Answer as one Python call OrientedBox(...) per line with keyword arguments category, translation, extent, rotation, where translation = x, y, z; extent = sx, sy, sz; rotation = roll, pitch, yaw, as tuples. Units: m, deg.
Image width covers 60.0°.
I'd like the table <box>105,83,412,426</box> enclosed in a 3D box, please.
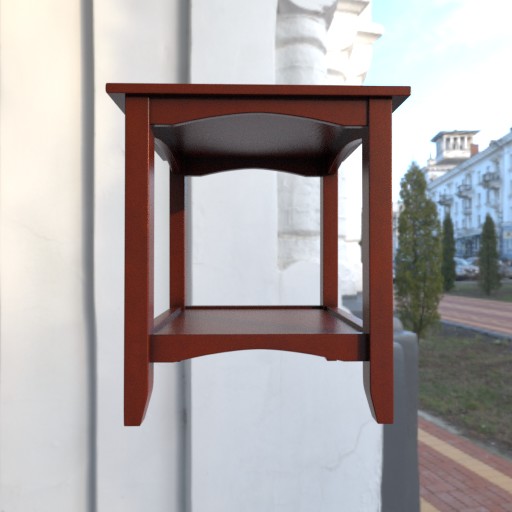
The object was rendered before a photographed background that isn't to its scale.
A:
OrientedBox(category="table", translation=(0.000, 0.000, 0.973), extent=(0.522, 0.558, 0.523), rotation=(0, 0, 1))
